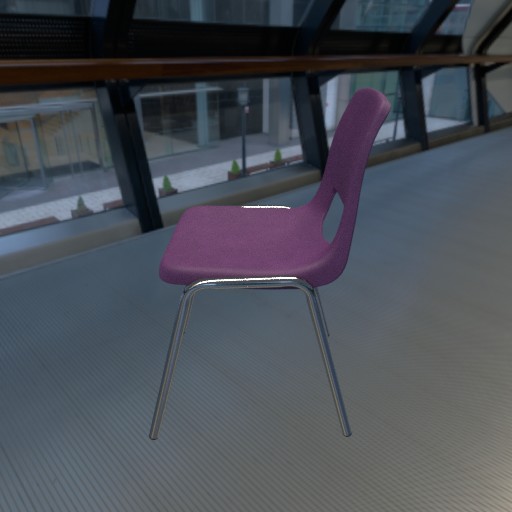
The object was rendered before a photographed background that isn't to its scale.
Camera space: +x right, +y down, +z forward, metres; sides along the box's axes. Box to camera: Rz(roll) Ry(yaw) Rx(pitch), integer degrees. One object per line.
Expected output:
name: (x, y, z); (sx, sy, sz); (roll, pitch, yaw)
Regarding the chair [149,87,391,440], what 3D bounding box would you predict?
chair: (0.000, 0.000, 0.923); (0.432, 0.654, 0.381); (0, 26, 1)
